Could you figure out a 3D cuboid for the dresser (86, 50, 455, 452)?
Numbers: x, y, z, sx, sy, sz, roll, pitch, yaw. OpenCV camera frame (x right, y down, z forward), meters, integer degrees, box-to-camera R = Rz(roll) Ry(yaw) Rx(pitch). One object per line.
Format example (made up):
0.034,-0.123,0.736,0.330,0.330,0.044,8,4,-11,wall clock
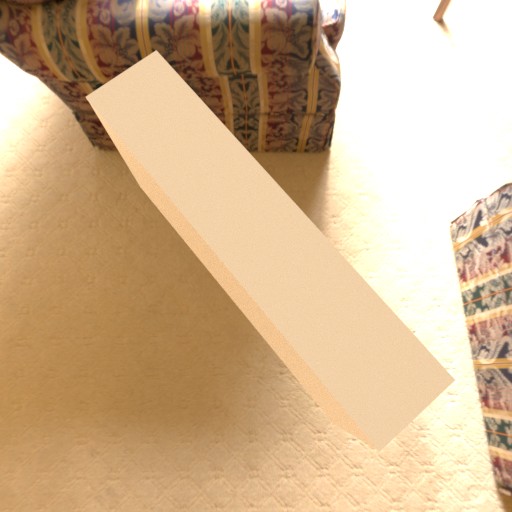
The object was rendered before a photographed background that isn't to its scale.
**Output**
0.000,0.000,1.853,0.333,0.790,1.535,-38,78,-10,dresser
